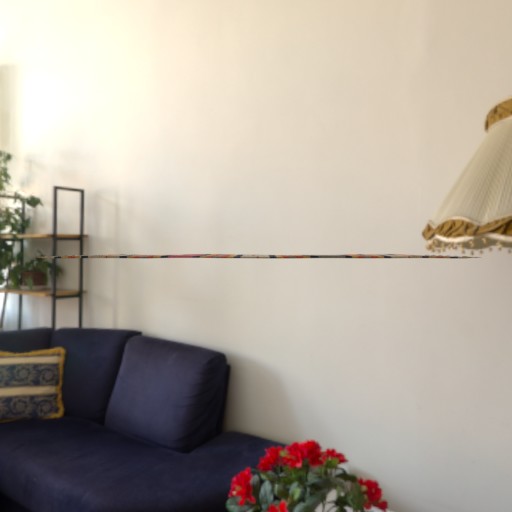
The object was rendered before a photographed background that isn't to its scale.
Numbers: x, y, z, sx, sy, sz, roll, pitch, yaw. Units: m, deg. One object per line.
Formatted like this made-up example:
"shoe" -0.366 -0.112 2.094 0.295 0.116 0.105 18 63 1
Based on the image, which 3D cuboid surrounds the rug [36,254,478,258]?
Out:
"rug" 0.000 0.000 2.745 2.455 0.017 0.695 0 1 0
